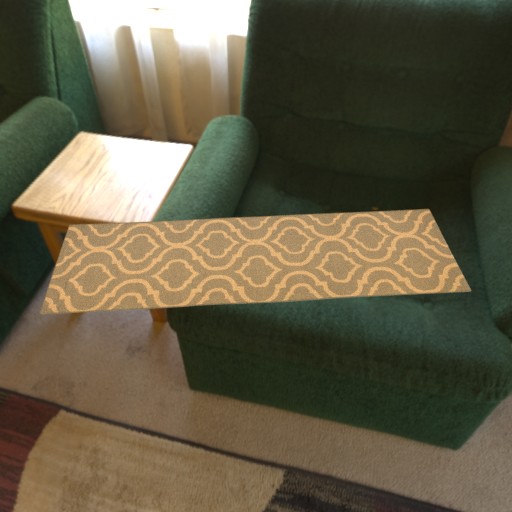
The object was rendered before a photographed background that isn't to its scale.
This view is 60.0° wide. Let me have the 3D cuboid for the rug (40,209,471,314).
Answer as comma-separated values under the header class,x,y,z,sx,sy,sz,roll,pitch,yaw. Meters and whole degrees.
class,x,y,z,sx,sy,sz,roll,pitch,yaw
rug,0.000,0.000,2.560,2.275,0.009,0.684,-3,46,-3
